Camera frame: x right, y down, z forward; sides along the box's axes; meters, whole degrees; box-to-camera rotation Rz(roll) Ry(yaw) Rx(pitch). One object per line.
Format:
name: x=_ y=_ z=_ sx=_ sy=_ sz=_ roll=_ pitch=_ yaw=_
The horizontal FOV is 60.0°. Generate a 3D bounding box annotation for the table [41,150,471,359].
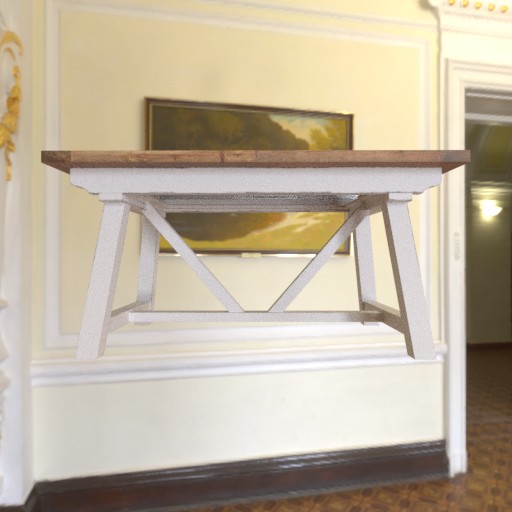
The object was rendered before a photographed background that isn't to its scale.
table: x=0.000 y=0.000 z=2.013 sx=1.503 sy=0.743 sz=0.922 roll=0 pitch=0 yaw=0
